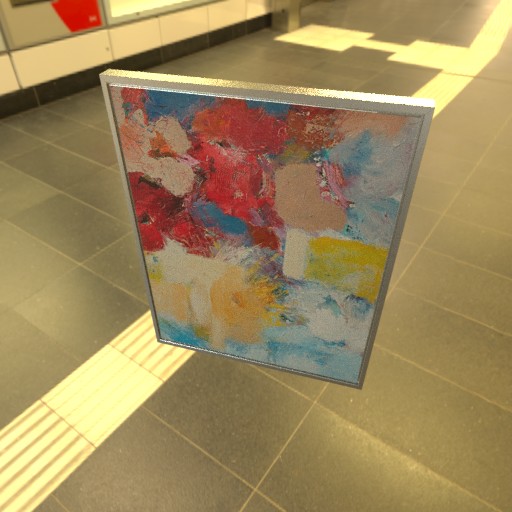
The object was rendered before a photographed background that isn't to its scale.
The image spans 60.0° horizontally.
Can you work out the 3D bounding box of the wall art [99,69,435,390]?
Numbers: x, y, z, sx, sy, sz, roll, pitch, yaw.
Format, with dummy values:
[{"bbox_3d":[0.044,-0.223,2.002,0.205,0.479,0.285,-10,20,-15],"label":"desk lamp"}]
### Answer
[{"bbox_3d":[0.000,0.000,0.756,0.444,0.569,0.025,10,40,12],"label":"wall art"}]
